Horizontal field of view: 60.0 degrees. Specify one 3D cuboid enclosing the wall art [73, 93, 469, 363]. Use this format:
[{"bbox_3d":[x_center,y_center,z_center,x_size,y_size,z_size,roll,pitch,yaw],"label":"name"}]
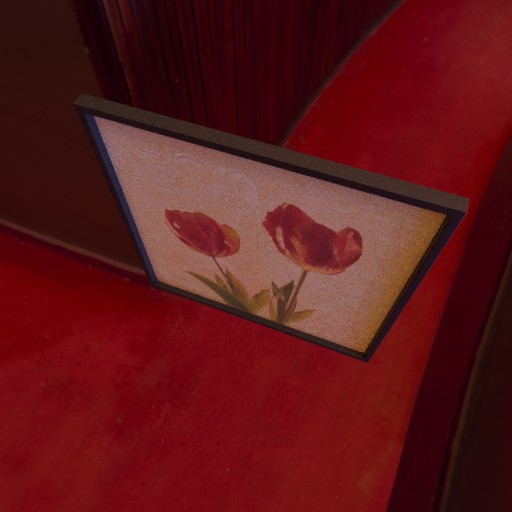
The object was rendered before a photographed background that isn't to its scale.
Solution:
[{"bbox_3d":[0.000,0.000,1.201,0.805,0.807,0.043,18,60,11],"label":"wall art"}]
